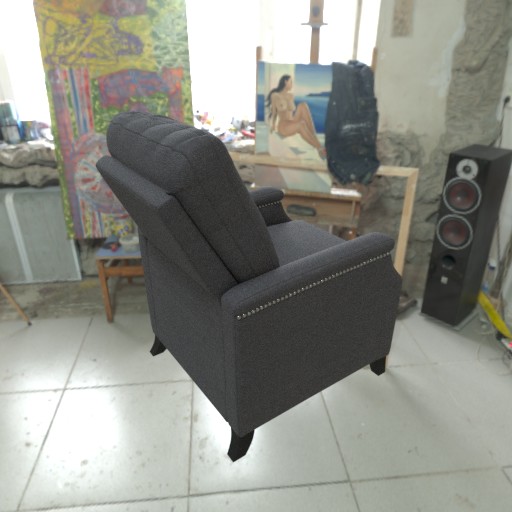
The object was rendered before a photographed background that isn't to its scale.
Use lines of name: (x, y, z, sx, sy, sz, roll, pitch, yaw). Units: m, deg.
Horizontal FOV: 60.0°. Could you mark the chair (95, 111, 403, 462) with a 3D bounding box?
chair: (0.000, 0.000, 1.642, 0.922, 1.049, 0.710, -18, 32, -31)
